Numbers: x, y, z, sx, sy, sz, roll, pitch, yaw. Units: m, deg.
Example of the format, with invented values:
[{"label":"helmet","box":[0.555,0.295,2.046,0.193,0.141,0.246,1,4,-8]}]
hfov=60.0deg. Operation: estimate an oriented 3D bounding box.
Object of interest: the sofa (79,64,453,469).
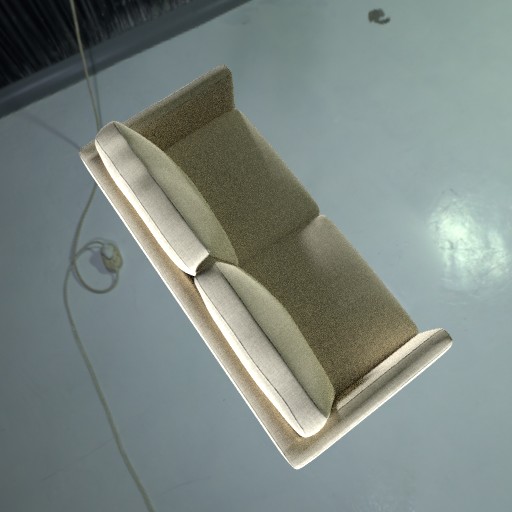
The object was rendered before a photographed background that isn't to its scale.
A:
[{"label":"sofa","box":[0.000,0.000,2.402,0.950,0.963,1.884,-35,77,-9]}]
